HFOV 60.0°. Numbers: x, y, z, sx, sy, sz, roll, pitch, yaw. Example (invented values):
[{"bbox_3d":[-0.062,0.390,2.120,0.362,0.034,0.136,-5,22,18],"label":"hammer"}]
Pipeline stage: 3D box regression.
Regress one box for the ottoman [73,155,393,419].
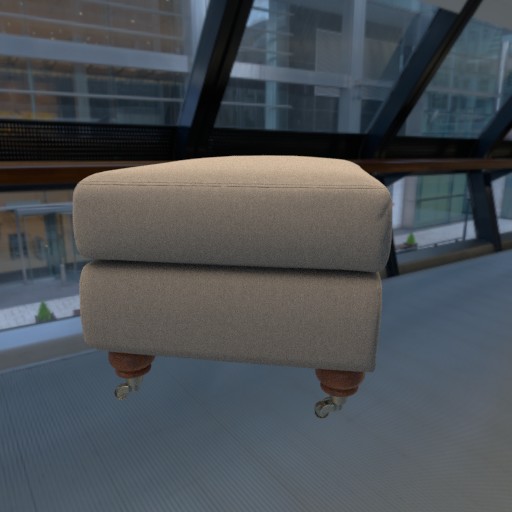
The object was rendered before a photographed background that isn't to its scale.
[{"bbox_3d":[0.000,0.000,1.133,0.574,0.497,0.773,2,14,9],"label":"ottoman"}]
